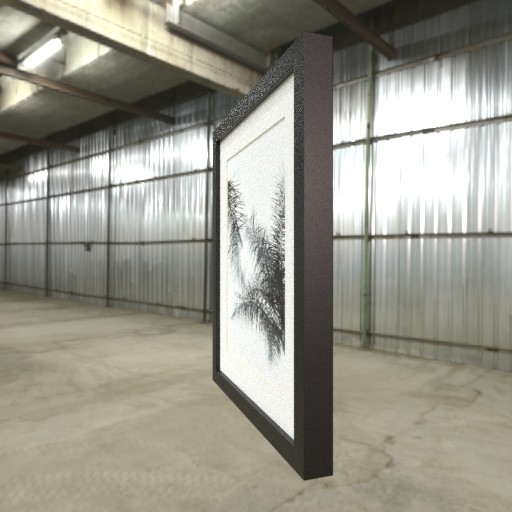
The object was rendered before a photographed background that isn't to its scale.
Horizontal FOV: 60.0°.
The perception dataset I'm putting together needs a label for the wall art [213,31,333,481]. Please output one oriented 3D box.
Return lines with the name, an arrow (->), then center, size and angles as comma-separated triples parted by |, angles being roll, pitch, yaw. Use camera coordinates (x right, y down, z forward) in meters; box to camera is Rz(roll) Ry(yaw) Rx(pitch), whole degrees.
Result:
wall art -> 0.000, 0.000, 0.533 | 0.028, 0.380, 0.325 | 0, 0, -19
